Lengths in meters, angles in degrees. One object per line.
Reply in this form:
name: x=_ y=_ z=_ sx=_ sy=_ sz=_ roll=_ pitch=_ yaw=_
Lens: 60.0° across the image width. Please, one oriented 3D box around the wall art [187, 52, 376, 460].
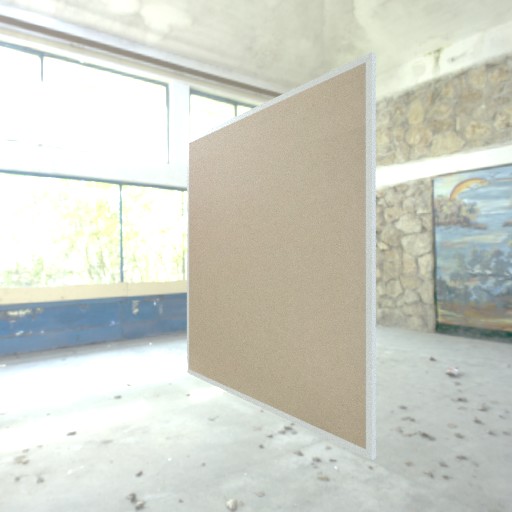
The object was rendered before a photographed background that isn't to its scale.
wall art: x=0.000 y=0.000 z=1.212 sx=0.012 sy=0.809 sz=0.809 roll=0 pitch=0 yaw=-35
